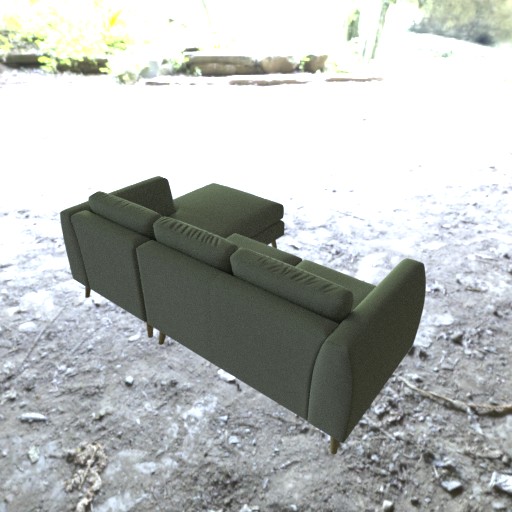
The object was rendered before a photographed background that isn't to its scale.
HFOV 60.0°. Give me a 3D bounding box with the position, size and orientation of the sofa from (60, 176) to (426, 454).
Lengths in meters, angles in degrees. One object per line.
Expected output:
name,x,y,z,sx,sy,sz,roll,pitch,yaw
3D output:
sofa,0.000,0.000,3.104,2.300,0.860,1.580,22,37,32
